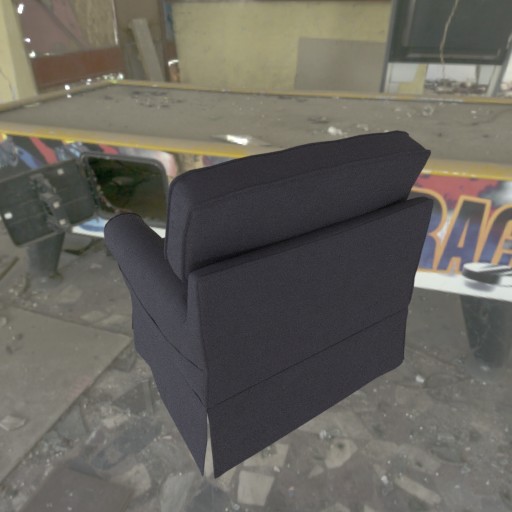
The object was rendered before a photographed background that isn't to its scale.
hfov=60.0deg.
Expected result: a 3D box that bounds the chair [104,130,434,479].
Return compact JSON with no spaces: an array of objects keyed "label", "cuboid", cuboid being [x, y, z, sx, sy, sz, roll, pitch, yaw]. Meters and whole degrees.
[{"label":"chair","cuboid":[0.000,0.000,1.976,1.119,1.140,1.002,-19,34,-30]}]
